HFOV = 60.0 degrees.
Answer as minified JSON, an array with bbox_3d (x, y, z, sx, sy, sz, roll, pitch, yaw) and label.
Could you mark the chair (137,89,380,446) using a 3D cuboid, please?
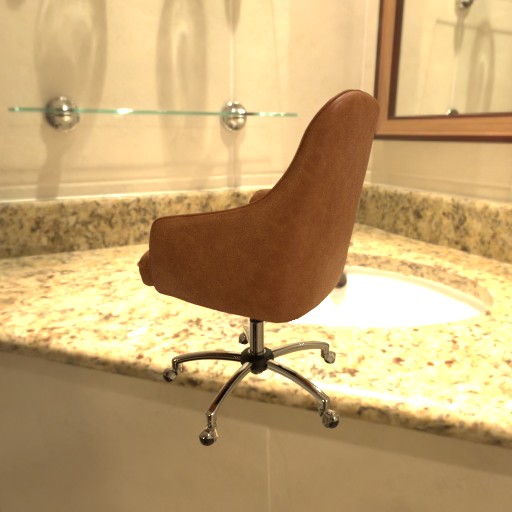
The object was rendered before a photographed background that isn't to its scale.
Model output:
[{"bbox_3d":[0.000,0.000,1.324,0.615,0.909,0.628,8,18,25],"label":"chair"}]
